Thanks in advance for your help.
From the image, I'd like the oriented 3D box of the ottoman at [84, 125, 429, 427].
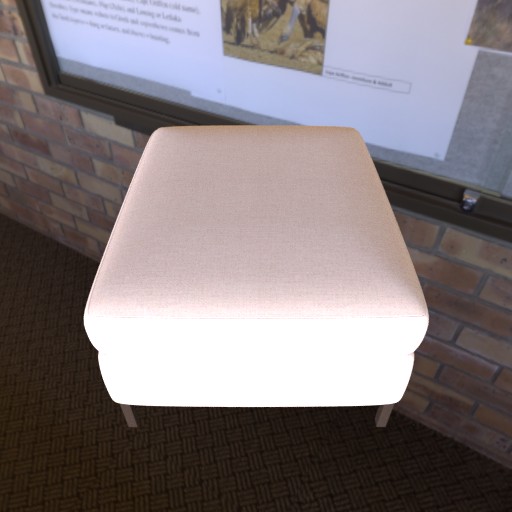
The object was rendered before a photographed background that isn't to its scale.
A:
[{"bbox_3d":[0.000,0.000,1.197,0.657,0.453,0.794,0,42,0],"label":"ottoman"}]
